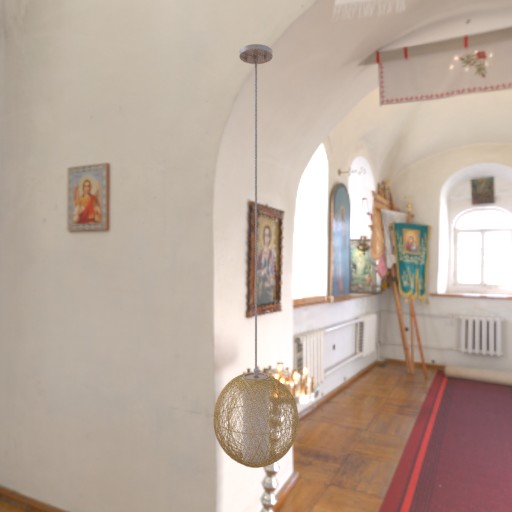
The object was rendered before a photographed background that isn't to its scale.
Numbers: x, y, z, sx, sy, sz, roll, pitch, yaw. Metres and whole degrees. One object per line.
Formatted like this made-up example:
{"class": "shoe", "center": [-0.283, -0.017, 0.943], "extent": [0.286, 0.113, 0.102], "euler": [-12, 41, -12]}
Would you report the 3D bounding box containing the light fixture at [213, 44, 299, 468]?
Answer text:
{"class": "light fixture", "center": [0.000, 0.000, 2.122], "extent": [0.407, 1.955, 0.406], "euler": [0, 0, -19]}
